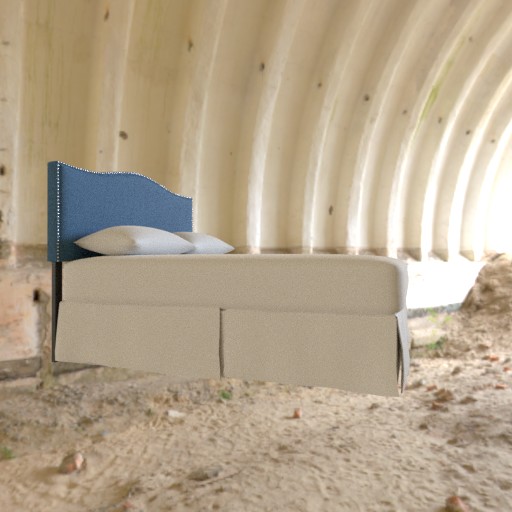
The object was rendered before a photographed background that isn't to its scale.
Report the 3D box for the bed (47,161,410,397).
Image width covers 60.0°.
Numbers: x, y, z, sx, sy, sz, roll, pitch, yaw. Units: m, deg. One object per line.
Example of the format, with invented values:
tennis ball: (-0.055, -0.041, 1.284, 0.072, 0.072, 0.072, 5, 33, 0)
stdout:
bed: (0.000, 0.000, 2.851, 1.872, 1.169, 1.610, 0, 0, 20)
